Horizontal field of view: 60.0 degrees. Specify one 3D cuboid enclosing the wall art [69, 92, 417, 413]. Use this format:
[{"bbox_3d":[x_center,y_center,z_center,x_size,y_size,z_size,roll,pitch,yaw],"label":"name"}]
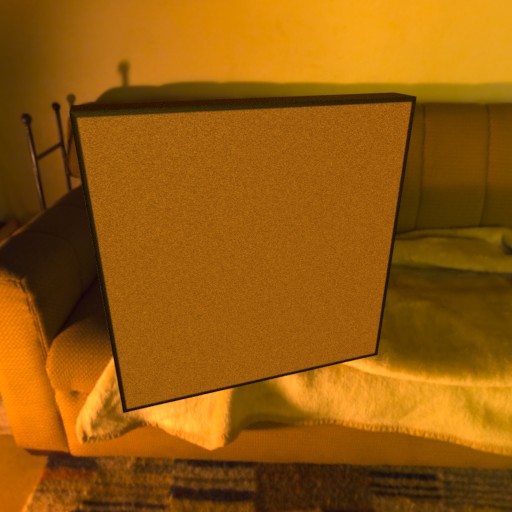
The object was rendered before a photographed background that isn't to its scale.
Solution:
[{"bbox_3d":[0.000,0.000,0.454,0.304,0.303,0.037,-8,27,-16],"label":"wall art"}]
